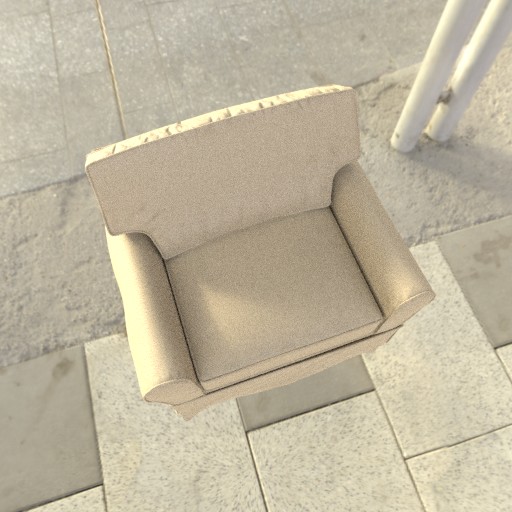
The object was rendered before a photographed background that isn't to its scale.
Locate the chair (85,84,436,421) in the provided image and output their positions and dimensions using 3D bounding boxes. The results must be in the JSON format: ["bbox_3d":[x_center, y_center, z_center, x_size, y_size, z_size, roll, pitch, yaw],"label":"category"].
[{"bbox_3d":[0.000,0.000,1.769,1.096,0.937,0.903,-17,65,-8],"label":"chair"}]
